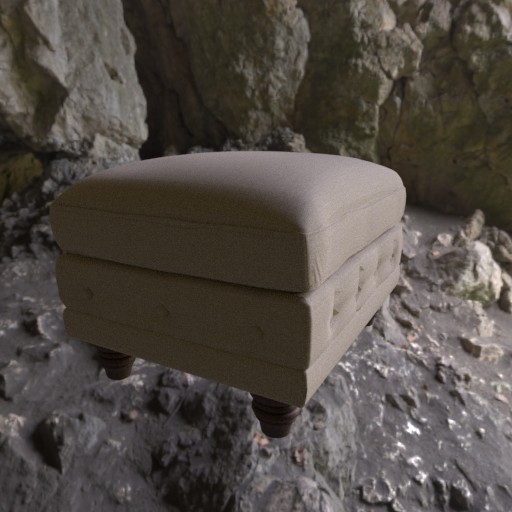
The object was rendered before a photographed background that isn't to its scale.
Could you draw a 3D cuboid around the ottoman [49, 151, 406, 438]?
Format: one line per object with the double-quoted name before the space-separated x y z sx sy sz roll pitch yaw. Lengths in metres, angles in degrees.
"ottoman" 0.000 0.000 1.014 0.541 0.463 0.684 8 17 28
